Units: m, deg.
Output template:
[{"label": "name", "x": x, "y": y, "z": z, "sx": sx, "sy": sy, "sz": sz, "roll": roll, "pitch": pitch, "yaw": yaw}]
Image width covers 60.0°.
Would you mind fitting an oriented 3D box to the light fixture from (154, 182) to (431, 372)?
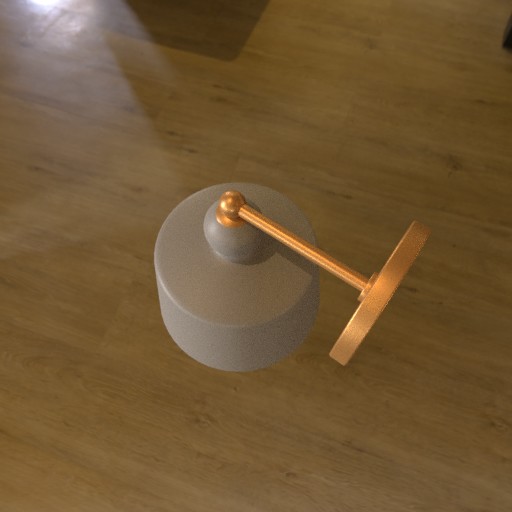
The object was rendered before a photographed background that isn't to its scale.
[{"label": "light fixture", "x": 0.000, "y": 0.000, "z": 0.445, "sx": 0.254, "sy": 0.268, "sz": 0.204, "roll": 33, "pitch": 68, "yaw": 15}]
